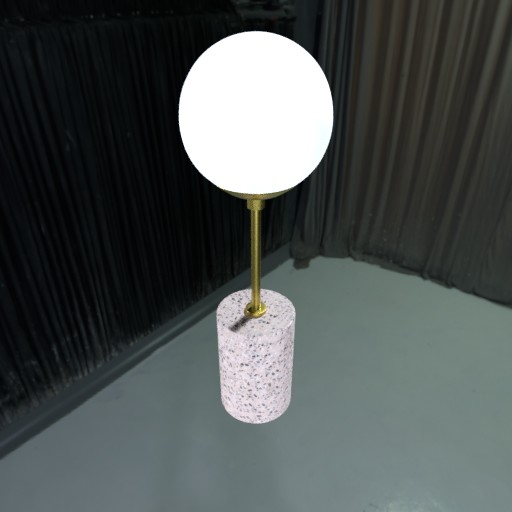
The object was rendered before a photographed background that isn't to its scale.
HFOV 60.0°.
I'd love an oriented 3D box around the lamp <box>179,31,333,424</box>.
[{"bbox_3d":[0.000,0.000,0.530,0.153,0.480,0.153,0,31,0],"label":"lamp"}]
